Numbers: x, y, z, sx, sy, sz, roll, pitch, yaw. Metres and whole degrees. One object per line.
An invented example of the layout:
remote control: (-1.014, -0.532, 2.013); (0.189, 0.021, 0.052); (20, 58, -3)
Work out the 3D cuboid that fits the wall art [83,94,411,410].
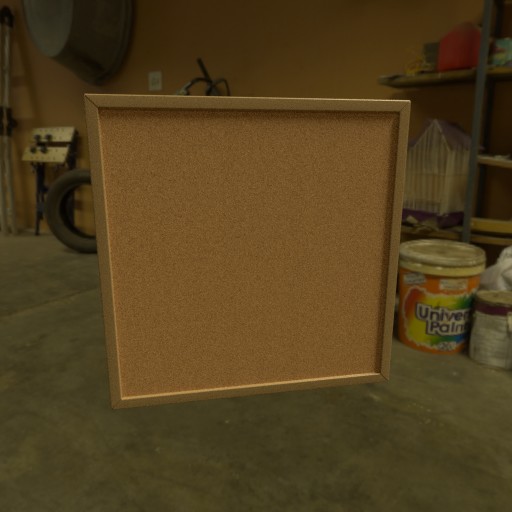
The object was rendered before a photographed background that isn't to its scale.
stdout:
wall art: (0.000, 0.000, 0.757); (0.509, 0.509, 0.036); (-3, 14, -10)
